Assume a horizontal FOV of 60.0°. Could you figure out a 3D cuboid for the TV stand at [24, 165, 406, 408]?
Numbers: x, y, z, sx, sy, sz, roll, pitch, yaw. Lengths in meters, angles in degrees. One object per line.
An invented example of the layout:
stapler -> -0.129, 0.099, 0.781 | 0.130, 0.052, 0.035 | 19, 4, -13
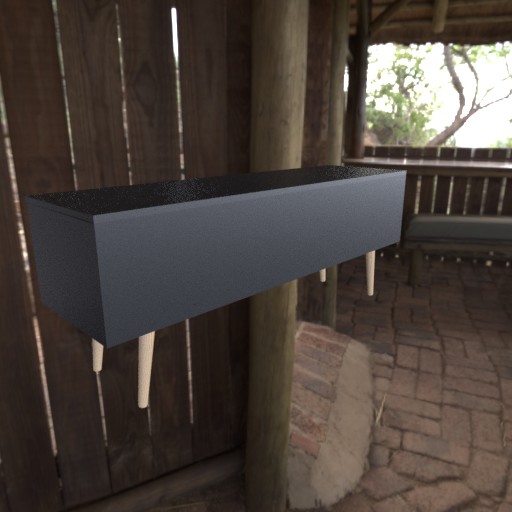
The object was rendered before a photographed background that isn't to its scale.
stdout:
TV stand -> 0.000, 0.000, 1.525 | 0.390, 0.518, 1.312 | 16, 22, 42
